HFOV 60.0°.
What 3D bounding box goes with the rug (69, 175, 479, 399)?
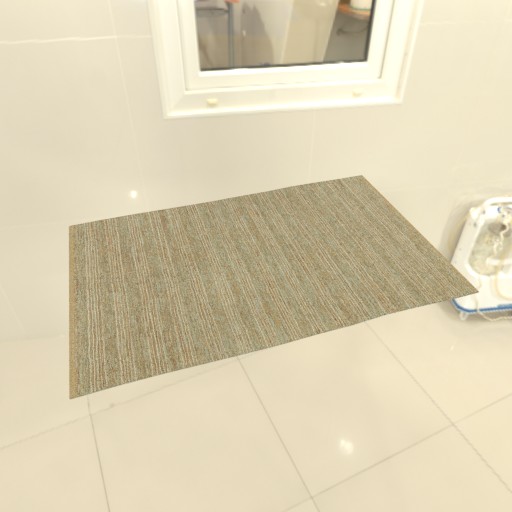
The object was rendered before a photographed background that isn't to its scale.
[{"bbox_3d":[0.000,0.000,3.050,2.448,0.012,1.540,-12,42,-14],"label":"rug"}]
